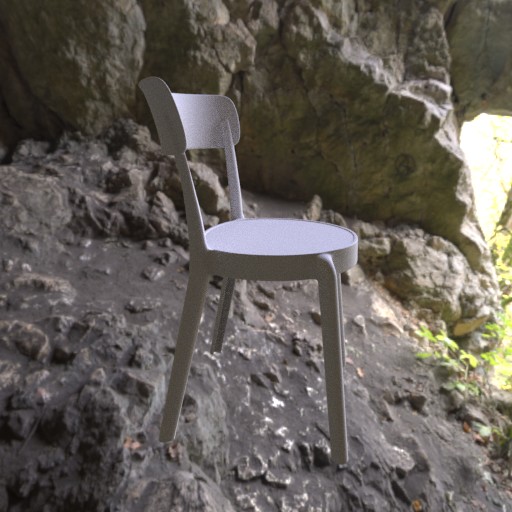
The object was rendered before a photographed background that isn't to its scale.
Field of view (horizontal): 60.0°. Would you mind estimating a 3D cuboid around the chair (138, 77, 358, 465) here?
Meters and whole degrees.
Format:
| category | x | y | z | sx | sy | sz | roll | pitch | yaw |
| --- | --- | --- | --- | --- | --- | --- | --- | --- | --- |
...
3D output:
| category | x | y | z | sx | sy | sz | roll | pitch | yaw |
| --- | --- | --- | --- | --- | --- | --- | --- | --- | --- |
| chair | 0.000 | 0.000 | 1.104 | 0.491 | 0.790 | 0.506 | 3 | 16 | 10 |
